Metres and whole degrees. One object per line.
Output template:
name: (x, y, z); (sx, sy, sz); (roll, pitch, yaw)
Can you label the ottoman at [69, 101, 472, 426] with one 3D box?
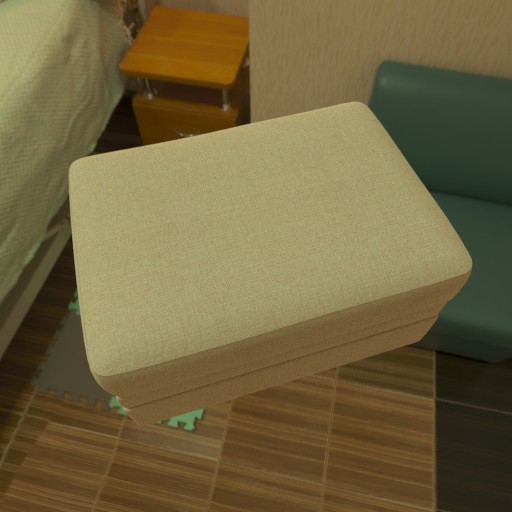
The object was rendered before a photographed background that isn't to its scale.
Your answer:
ottoman: (0.000, 0.000, 1.237); (0.885, 0.478, 0.637); (-14, 58, -9)
